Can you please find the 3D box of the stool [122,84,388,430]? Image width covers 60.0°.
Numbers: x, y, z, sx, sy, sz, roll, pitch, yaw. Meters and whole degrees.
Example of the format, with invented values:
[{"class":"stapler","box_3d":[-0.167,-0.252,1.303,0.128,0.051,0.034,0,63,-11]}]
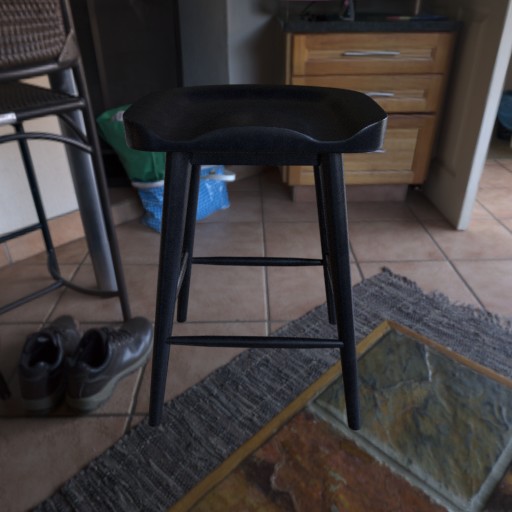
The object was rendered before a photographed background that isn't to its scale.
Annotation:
[{"class":"stool","box_3d":[0.000,0.000,0.905,0.440,0.615,0.361,1,31,1]}]
